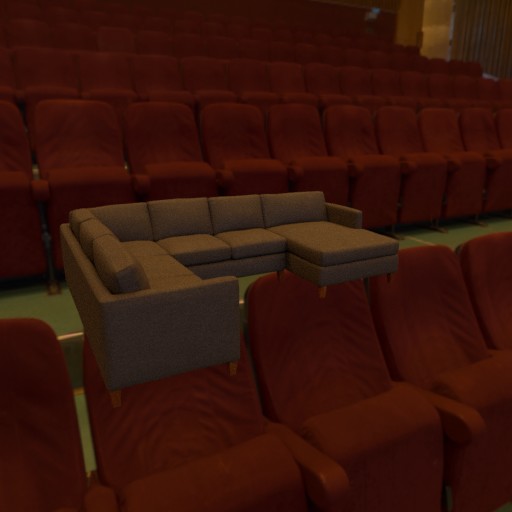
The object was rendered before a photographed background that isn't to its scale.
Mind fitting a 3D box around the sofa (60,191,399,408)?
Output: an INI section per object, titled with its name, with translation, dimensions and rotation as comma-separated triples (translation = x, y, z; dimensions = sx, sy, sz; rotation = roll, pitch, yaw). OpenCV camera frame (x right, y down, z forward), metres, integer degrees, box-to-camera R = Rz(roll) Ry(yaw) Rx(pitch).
[sofa]
translation = 0.000, 0.000, 4.522
dimensions = 3.460, 0.961, 2.594
rotation = -8, 18, -27
